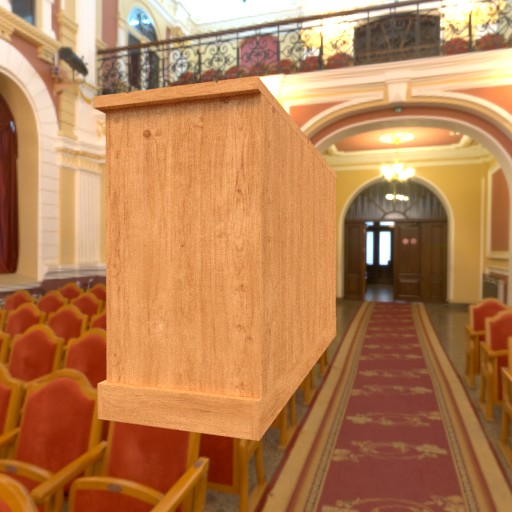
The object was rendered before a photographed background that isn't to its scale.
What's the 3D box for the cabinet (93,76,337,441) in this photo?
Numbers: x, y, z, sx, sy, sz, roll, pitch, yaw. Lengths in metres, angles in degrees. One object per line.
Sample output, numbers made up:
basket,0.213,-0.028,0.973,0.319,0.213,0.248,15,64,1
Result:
cabinet,0.000,0.000,1.675,0.432,0.810,1.321,0,1,18
